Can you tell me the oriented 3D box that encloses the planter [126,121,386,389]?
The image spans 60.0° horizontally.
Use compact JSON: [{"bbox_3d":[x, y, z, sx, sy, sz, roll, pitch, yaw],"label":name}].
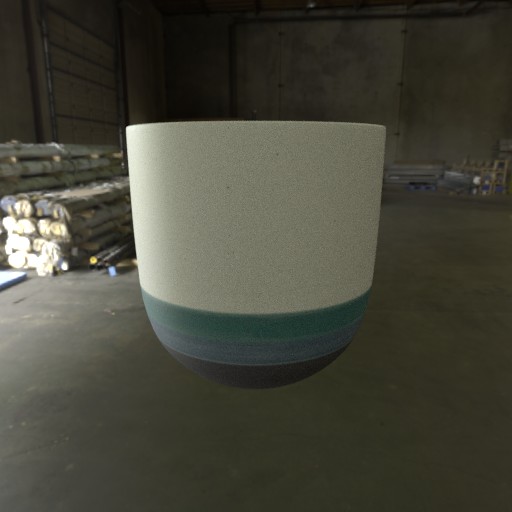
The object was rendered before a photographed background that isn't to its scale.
[{"bbox_3d":[0.000,0.000,0.386,0.204,0.214,0.204,0,14,0],"label":"planter"}]
